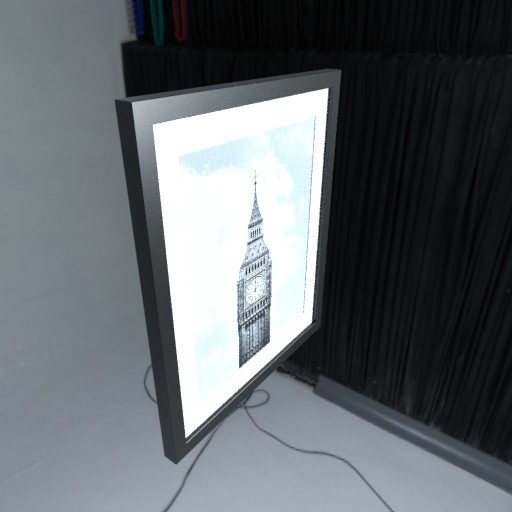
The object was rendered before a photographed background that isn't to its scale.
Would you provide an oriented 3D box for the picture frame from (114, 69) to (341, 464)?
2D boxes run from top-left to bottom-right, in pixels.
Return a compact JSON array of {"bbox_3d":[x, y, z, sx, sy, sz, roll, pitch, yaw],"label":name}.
[{"bbox_3d":[0.000,0.000,0.753,0.028,0.556,0.460,19,33,32],"label":"picture frame"}]
